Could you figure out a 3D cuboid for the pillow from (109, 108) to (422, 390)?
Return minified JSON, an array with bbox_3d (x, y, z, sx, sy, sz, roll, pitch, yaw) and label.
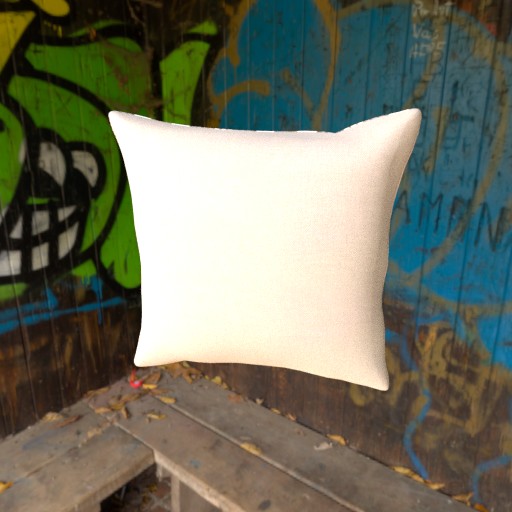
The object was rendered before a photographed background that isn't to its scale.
[{"bbox_3d":[0.000,0.000,0.638,0.416,0.401,0.173,3,17,10],"label":"pillow"}]
